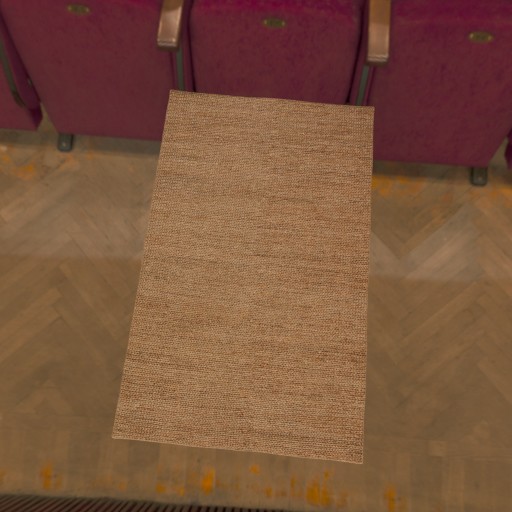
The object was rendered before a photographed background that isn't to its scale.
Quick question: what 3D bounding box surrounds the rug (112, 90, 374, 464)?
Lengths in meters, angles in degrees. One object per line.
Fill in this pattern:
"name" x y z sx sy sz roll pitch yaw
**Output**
"rug" 0.000 0.000 2.978 1.521 0.034 2.438 5 75 1
